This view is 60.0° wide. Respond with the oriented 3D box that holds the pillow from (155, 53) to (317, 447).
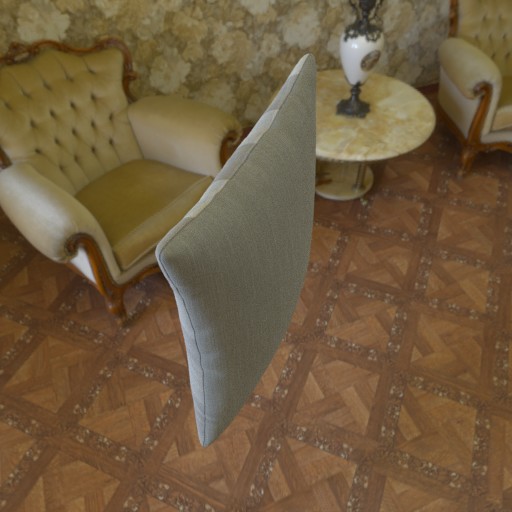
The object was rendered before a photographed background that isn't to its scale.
[{"bbox_3d":[0.000,0.000,0.777,0.161,0.509,0.511,16,49,15],"label":"pillow"}]
